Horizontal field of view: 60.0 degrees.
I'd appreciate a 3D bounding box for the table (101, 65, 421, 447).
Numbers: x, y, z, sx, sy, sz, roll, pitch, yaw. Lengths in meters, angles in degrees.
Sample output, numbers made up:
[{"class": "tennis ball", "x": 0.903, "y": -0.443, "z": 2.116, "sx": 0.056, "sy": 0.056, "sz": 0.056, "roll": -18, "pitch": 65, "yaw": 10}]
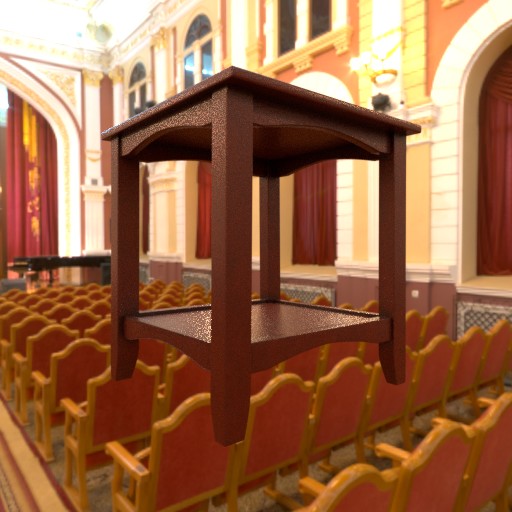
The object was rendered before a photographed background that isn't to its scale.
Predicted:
[{"class": "table", "x": 0.000, "y": 0.000, "z": 0.984, "sx": 0.523, "sy": 0.558, "sz": 0.522, "roll": -1, "pitch": 2, "yaw": -37}]
